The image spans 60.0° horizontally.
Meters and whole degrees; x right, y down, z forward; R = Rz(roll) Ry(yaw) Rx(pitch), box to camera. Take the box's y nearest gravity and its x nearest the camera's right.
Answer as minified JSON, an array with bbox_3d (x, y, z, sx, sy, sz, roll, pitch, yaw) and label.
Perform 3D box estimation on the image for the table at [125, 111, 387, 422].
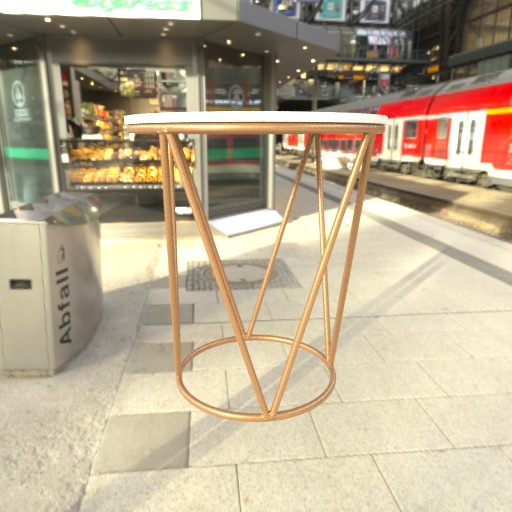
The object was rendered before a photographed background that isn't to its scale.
[{"bbox_3d":[0.000,0.000,0.949,0.500,0.564,0.500,0,15,0],"label":"table"}]
